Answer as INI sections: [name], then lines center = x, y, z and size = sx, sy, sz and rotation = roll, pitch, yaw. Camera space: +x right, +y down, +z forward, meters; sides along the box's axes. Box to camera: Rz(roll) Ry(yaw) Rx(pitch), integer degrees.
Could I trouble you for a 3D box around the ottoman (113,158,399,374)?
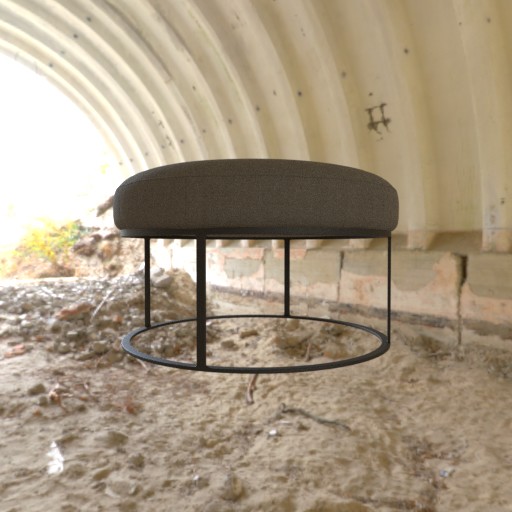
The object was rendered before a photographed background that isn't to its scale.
[ottoman]
center = 0.000, 0.000, 1.253
size = 0.772, 0.460, 0.772
rotation = 0, 1, 0
